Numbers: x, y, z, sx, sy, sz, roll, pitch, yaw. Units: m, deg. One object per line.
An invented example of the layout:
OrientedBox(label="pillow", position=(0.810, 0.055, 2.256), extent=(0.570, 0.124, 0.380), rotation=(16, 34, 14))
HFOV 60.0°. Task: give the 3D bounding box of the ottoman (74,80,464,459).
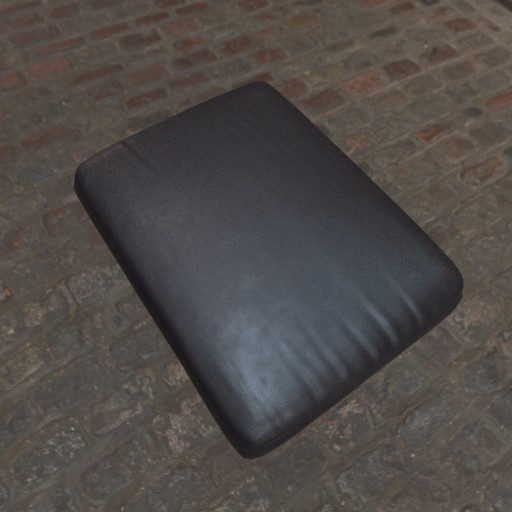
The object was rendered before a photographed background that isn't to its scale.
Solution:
OrientedBox(label="ottoman", position=(0.000, 0.000, 1.071), extent=(0.570, 0.402, 0.764), rotation=(-31, 65, -16))
